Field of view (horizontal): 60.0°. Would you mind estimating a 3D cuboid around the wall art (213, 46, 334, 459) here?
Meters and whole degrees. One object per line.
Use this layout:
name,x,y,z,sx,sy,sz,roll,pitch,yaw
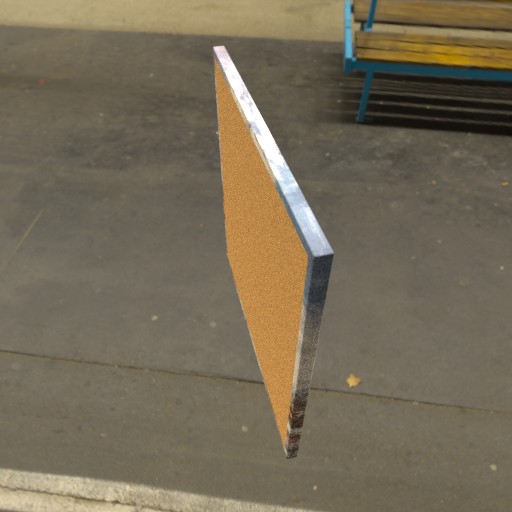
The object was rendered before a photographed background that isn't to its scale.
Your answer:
wall art,0.000,0.000,1.335,0.035,0.897,0.888,-11,47,-10
